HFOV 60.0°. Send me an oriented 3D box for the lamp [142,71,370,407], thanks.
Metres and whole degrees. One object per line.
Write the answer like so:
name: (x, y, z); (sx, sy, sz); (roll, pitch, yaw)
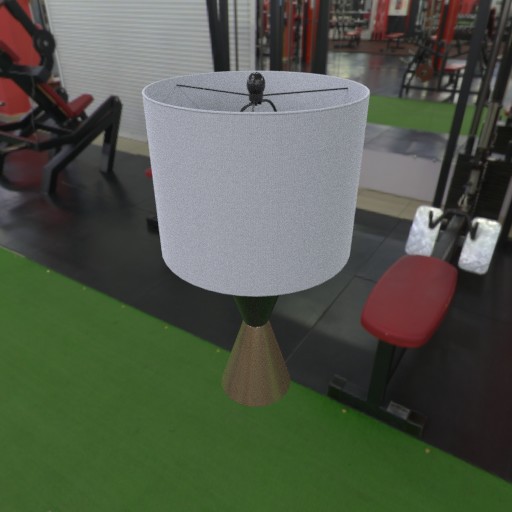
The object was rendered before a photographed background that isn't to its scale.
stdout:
lamp: (0.000, 0.000, 0.740); (0.304, 0.573, 0.304); (20, 36, 30)
